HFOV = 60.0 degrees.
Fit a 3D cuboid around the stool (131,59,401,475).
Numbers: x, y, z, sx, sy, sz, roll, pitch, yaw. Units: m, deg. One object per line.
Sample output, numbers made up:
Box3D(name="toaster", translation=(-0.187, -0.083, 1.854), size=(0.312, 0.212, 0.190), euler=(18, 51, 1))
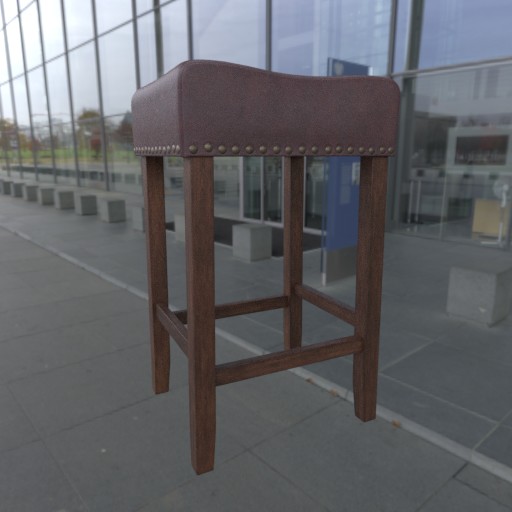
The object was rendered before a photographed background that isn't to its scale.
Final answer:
Box3D(name="stool", translation=(0.000, 0.000, 1.042), size=(0.465, 0.769, 0.401), euler=(-6, 14, -25))
